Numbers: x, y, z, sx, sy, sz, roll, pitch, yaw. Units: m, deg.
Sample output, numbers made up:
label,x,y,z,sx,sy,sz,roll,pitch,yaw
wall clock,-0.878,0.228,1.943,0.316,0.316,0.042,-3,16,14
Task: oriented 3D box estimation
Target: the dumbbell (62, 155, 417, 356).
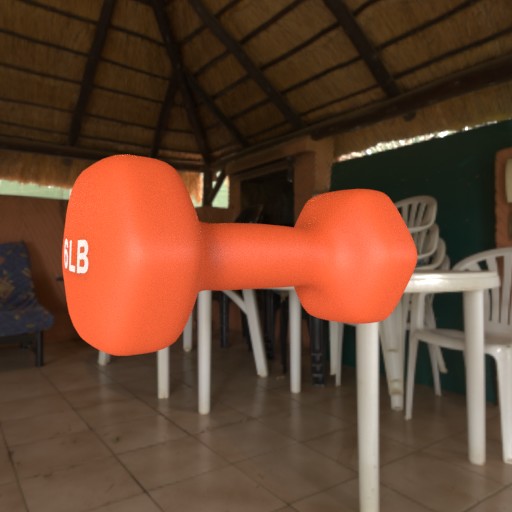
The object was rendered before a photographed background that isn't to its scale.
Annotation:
label,x,y,z,sx,sy,sz,roll,pitch,yaw
dumbbell,0.000,0.000,0.206,0.162,0.071,0.079,0,0,-36
